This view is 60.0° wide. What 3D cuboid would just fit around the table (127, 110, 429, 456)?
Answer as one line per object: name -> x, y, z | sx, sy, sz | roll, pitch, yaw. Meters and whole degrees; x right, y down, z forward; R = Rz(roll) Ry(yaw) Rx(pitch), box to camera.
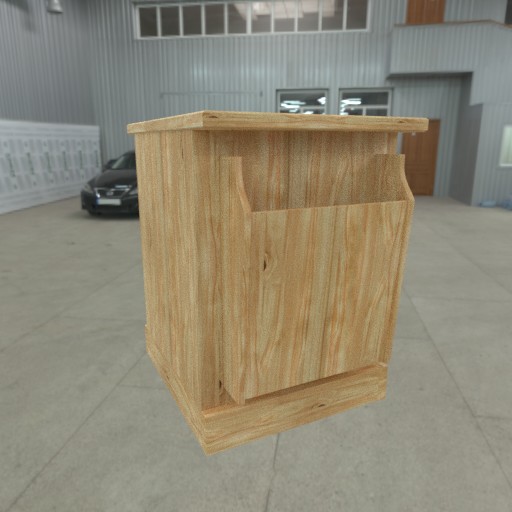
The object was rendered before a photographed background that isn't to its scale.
table -> 0.000, 0.000, 0.886 | 0.380, 0.515, 0.530 | -7, 16, -26
